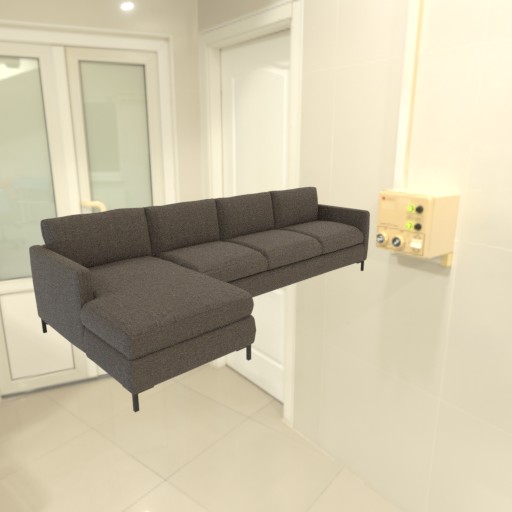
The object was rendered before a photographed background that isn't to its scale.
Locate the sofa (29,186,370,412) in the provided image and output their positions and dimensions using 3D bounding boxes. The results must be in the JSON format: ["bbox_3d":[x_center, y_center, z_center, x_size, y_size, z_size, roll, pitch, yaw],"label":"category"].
[{"bbox_3d":[0.000,0.000,3.217,2.731,0.754,1.258,-14,21,-42],"label":"sofa"}]
